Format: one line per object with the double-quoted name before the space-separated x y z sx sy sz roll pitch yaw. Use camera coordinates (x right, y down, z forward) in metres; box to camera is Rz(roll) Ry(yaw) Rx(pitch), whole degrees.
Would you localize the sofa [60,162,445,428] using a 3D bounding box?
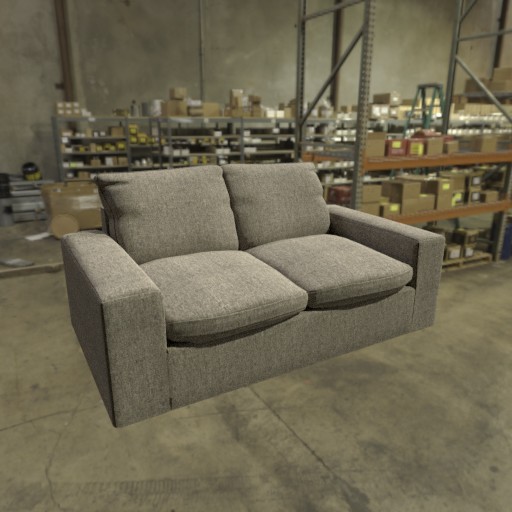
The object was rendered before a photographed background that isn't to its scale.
"sofa" 0.000 0.000 2.331 1.758 0.877 1.094 -10 20 -29
